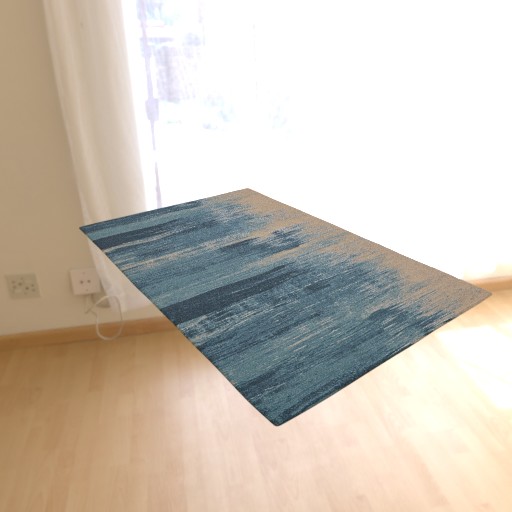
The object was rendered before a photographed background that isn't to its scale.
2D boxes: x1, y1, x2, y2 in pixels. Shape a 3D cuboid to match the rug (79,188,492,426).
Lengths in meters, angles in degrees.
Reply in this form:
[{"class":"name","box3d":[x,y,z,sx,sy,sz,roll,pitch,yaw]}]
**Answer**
[{"class":"rug","box3d":[0.000,0.000,2.259,1.232,0.009,1.836,-19,32,-32]}]
